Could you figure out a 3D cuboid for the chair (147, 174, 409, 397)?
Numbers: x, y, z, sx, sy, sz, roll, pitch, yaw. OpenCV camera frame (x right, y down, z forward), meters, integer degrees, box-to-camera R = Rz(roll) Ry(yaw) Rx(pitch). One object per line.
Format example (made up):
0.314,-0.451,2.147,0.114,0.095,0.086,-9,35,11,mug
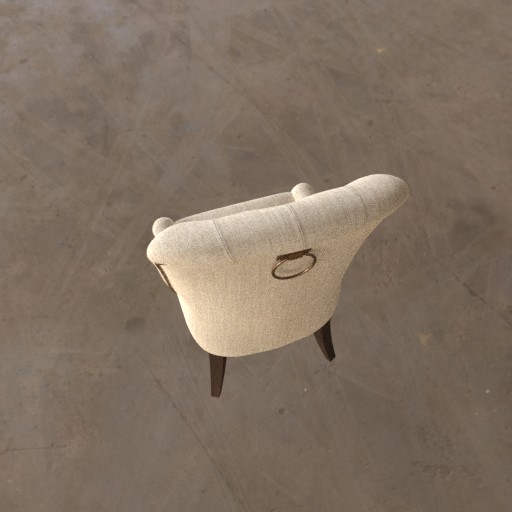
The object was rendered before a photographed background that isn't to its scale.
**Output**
0.000,0.000,1.484,0.634,1.091,0.629,-15,60,-9,chair
